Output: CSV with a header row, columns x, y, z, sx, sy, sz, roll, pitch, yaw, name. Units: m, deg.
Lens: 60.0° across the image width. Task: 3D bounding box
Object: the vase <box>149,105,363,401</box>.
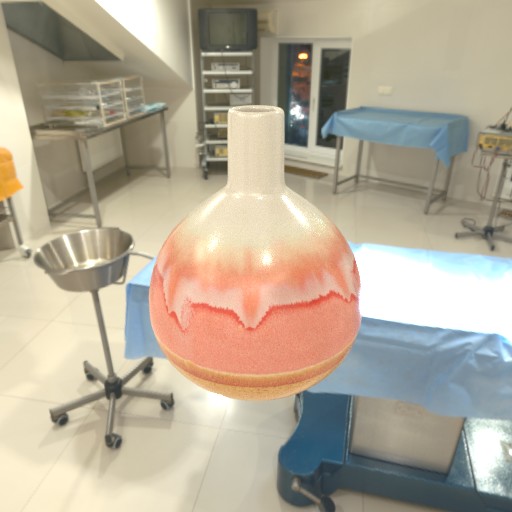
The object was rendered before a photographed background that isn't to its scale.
x,y,z,sx,sy,sz,roll,pitch,yaw,name
0.000,0.000,0.277,0.137,0.176,0.137,0,26,0,vase
